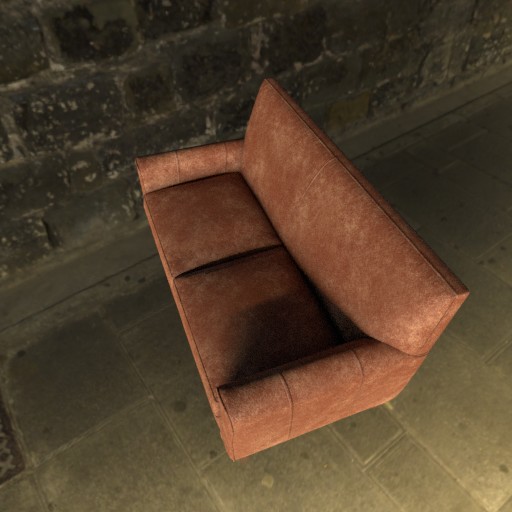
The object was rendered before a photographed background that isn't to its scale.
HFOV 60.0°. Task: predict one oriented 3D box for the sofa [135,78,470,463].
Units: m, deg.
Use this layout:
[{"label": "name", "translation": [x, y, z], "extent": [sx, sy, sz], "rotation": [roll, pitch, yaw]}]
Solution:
[{"label": "sofa", "translation": [0.000, 0.000, 1.980], "extent": [0.787, 0.871, 1.473], "rotation": [-16, 49, -14]}]
